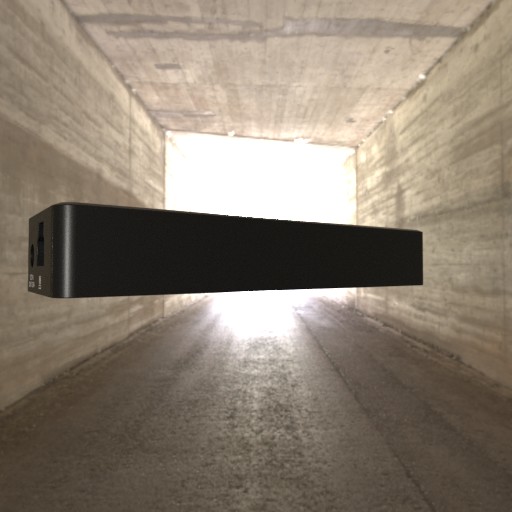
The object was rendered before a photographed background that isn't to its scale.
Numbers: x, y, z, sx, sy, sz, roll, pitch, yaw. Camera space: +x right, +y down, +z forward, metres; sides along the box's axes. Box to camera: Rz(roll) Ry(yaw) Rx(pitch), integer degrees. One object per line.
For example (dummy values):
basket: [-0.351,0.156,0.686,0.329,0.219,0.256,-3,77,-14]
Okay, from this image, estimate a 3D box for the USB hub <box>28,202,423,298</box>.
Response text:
USB hub: [0.000,0.000,0.162,0.145,0.023,0.044,1,-2,-35]
